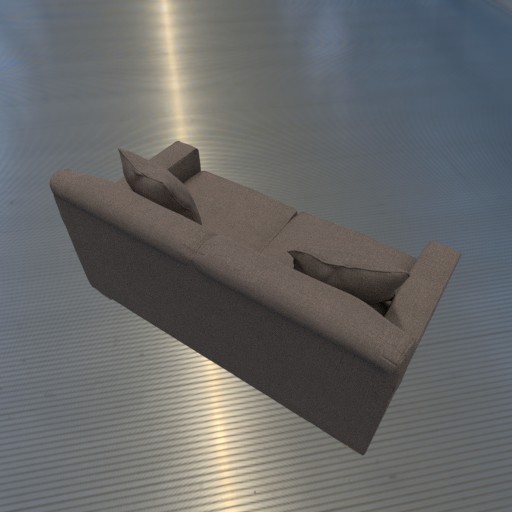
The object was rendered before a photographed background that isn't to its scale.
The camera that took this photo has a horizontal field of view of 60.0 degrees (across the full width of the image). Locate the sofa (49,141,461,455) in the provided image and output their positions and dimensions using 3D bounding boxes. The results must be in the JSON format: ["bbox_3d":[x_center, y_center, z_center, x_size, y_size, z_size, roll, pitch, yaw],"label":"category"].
[{"bbox_3d":[0.000,0.000,2.387,1.846,0.958,1.000,26,51,23],"label":"sofa"}]
